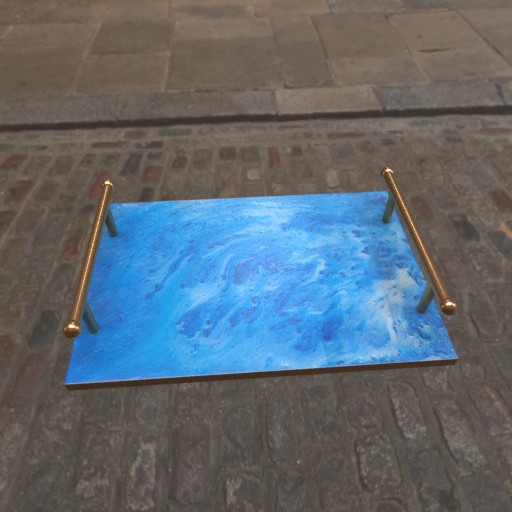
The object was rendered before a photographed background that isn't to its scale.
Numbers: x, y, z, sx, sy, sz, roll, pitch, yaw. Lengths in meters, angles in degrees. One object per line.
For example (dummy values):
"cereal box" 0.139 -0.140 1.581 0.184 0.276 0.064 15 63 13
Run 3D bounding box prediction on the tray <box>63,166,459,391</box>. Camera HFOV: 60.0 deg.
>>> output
"tray" 0.000 0.000 0.578 0.444 0.084 0.304 -3 47 -3
